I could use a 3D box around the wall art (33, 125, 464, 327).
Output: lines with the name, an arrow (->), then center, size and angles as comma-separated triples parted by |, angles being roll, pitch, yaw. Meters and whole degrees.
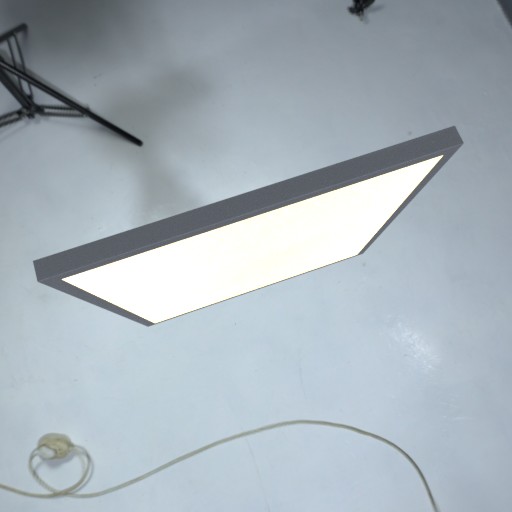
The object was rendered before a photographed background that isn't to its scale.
wall art -> 0.000, 0.000, 1.121 | 0.762, 0.760, 0.037 | -18, 76, -5
